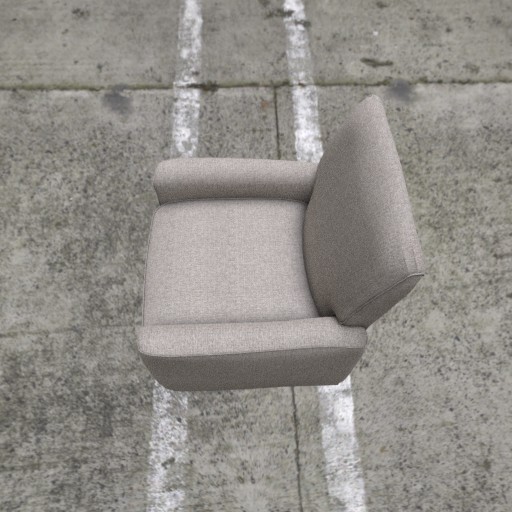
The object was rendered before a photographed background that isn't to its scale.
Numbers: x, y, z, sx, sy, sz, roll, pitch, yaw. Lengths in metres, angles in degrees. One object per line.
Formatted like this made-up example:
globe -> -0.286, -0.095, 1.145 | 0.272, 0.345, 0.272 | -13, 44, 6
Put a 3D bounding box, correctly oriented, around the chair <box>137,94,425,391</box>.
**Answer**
chair -> 0.000, 0.000, 1.685 | 0.864, 1.014, 0.848 | -2, 60, -1
